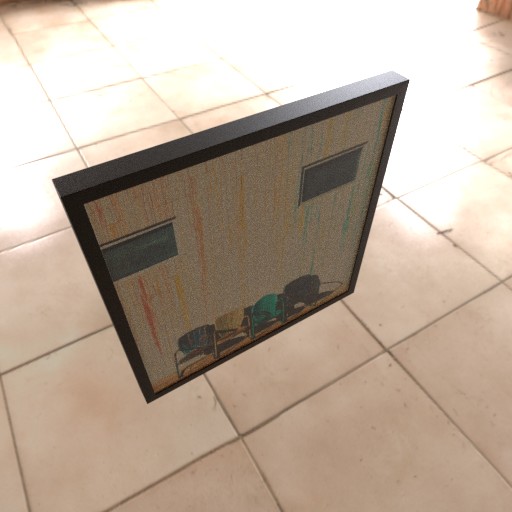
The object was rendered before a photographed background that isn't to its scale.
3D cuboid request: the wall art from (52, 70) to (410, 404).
[{"bbox_3d":[0.000,0.000,0.753,0.506,0.506,0.037,-25,52,-21],"label":"wall art"}]
